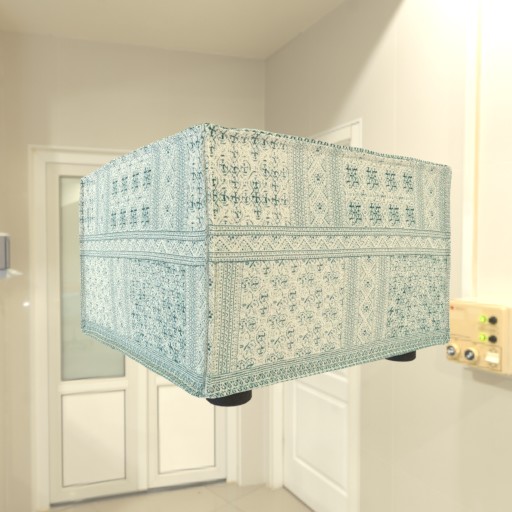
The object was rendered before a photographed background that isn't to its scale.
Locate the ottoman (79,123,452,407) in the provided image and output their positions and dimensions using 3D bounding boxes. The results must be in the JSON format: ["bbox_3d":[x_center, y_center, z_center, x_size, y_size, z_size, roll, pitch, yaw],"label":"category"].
[{"bbox_3d":[0.000,0.000,1.014,0.626,0.439,0.617,-1,2,-36],"label":"ottoman"}]
